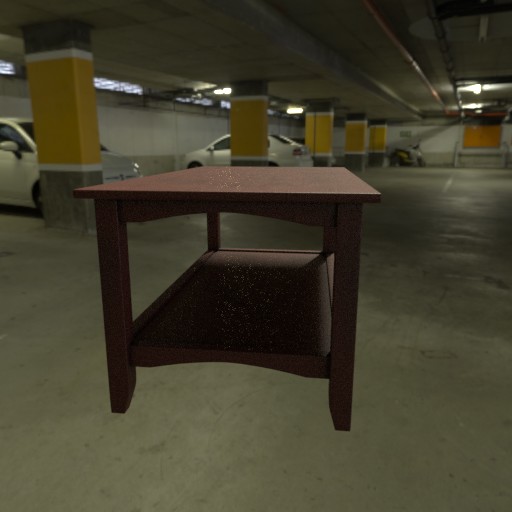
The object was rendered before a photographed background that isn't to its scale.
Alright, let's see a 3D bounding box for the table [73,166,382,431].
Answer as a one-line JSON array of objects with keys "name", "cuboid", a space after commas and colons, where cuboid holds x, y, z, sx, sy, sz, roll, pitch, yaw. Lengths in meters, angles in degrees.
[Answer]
[{"name": "table", "cuboid": [0.000, 0.000, 1.257, 0.533, 0.456, 0.943, 2, 14, 7]}]
